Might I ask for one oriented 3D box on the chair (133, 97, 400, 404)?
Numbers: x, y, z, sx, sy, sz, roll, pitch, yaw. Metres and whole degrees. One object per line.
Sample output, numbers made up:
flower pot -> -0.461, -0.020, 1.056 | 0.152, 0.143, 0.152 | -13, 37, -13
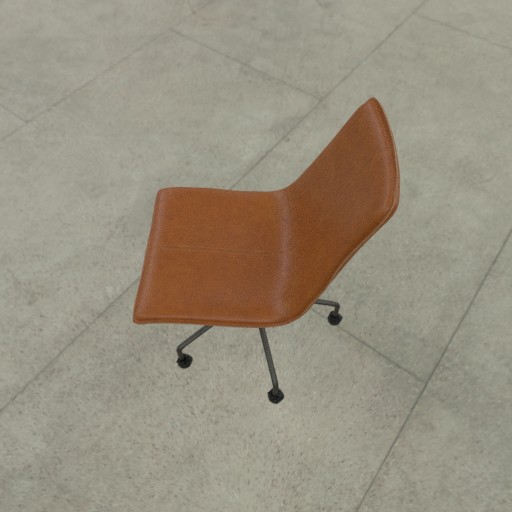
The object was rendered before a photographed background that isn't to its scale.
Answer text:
chair -> 0.000, 0.000, 1.331 | 0.660, 0.920, 0.651 | 2, 57, 1
